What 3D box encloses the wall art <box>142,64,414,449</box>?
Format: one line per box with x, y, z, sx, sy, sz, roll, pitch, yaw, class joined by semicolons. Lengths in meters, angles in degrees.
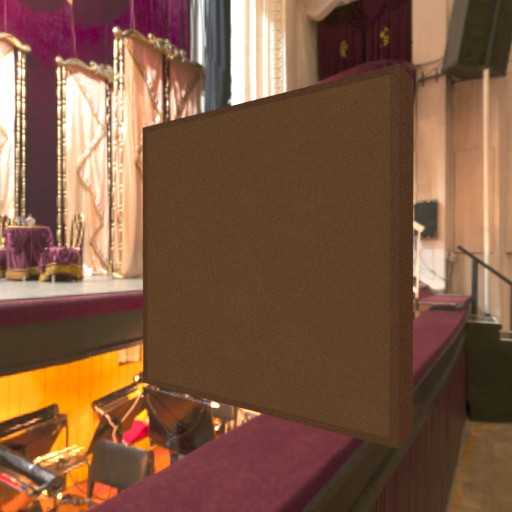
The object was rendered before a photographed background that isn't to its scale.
0.000;0.000;0.453;0.304;0.303;0.038;0;1;36;wall art
